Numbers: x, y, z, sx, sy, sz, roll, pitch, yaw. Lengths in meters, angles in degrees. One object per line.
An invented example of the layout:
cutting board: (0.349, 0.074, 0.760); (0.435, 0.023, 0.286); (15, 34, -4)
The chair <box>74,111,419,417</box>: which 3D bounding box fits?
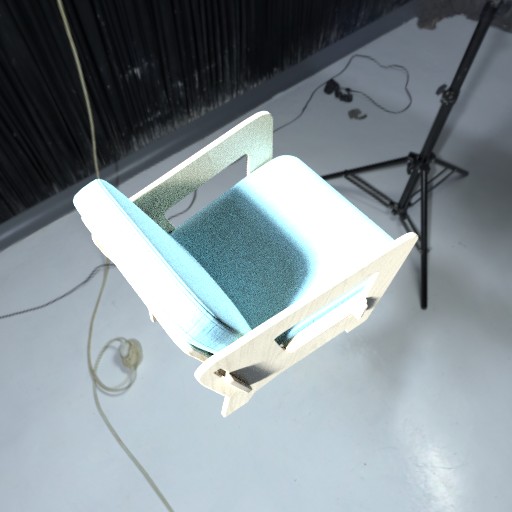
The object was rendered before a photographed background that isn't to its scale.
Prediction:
chair: (0.000, 0.000, 1.276); (0.710, 0.800, 0.590); (-35, 65, -19)
